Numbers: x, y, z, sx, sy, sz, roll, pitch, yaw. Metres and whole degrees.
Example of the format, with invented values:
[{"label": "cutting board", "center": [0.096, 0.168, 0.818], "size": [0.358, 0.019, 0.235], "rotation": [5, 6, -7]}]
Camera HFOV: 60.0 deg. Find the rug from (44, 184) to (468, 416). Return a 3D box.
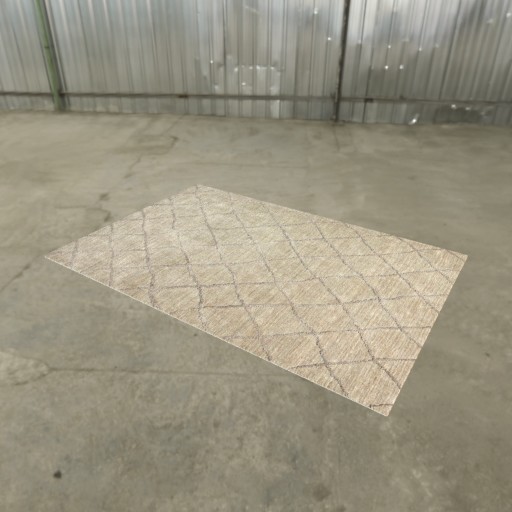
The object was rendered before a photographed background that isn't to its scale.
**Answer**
[{"label": "rug", "center": [0.000, 0.000, 2.869], "size": [2.280, 0.015, 1.521], "rotation": [19, 35, 29]}]
